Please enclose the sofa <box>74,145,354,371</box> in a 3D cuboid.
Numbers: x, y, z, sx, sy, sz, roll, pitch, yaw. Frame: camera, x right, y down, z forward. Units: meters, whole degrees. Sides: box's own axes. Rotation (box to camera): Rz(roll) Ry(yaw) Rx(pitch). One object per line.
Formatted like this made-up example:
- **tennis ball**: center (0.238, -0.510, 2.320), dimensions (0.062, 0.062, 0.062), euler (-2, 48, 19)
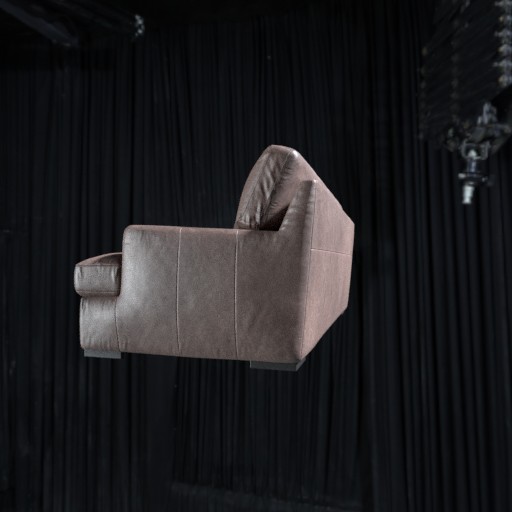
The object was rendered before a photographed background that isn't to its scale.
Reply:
- **sofa**: center (0.000, 0.000, 2.915), dimensions (1.143, 0.941, 2.261), euler (0, -1, 16)
